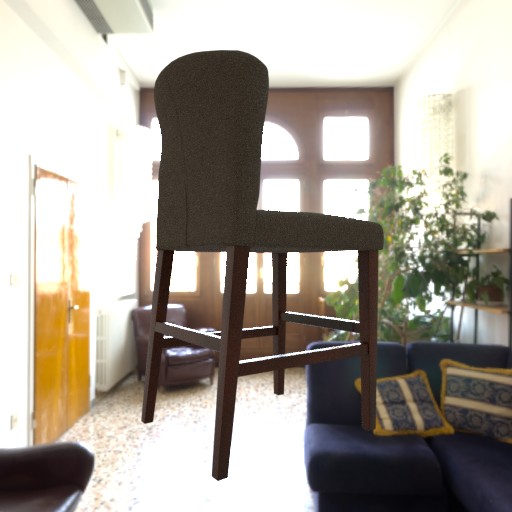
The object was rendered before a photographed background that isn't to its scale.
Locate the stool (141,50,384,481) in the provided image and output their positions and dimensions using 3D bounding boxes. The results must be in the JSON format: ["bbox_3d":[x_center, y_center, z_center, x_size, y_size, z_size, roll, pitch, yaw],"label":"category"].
[{"bbox_3d":[0.000,0.000,1.274,0.568,0.968,0.479,1,-1,-35],"label":"stool"}]
